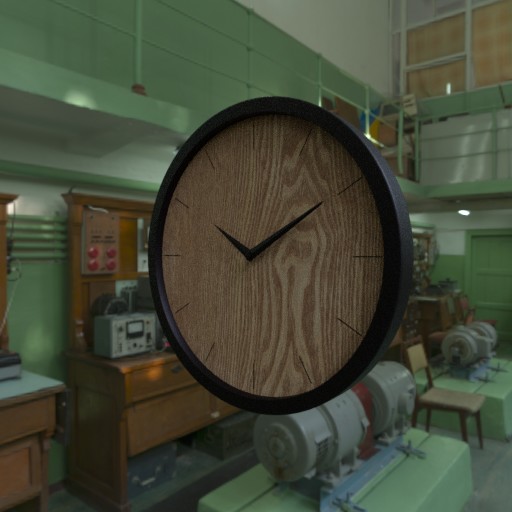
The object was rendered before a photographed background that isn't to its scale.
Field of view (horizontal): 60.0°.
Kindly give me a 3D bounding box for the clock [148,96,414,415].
[{"bbox_3d":[0.000,0.000,0.456,0.314,0.314,0.029,0,1,38],"label":"clock"}]
